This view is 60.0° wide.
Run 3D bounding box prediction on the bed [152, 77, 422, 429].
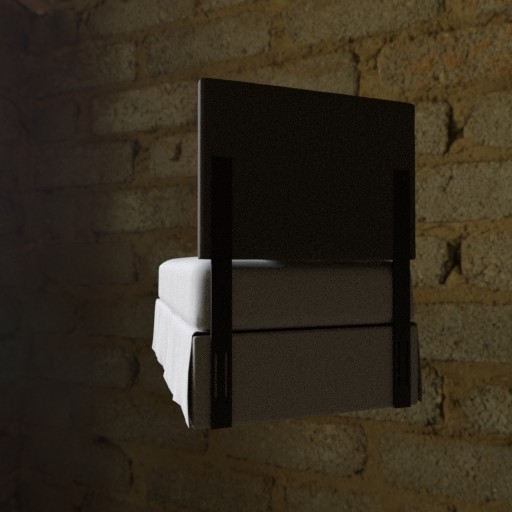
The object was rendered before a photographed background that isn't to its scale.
[{"bbox_3d":[0.000,0.000,3.059,1.261,1.571,1.997,0,-1,-17],"label":"bed"}]
